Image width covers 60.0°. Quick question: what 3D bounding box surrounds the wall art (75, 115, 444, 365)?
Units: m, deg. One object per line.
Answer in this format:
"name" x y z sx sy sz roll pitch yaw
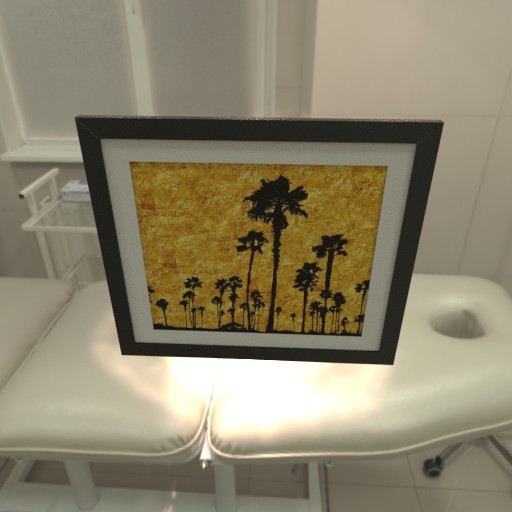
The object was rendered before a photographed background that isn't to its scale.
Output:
"wall art" 0.000 0.000 0.545 0.383 0.332 0.012 1 30 3
